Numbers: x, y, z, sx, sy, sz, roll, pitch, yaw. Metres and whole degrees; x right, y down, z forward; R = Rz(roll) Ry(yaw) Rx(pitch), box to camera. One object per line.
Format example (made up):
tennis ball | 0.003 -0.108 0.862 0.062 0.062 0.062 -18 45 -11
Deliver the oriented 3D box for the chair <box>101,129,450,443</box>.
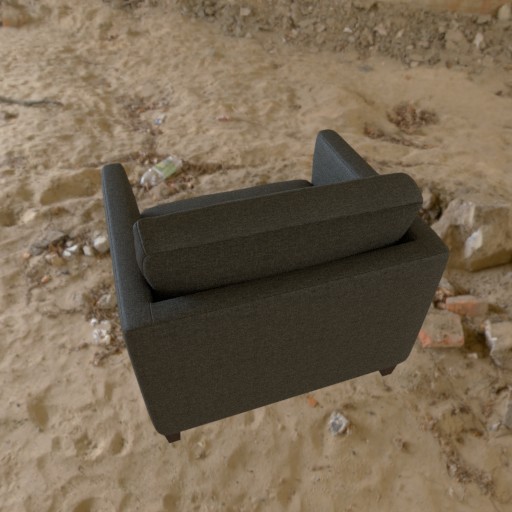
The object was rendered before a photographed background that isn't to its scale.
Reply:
chair | 0.000 0.000 1.850 1.107 0.963 0.959 -13 44 -13
